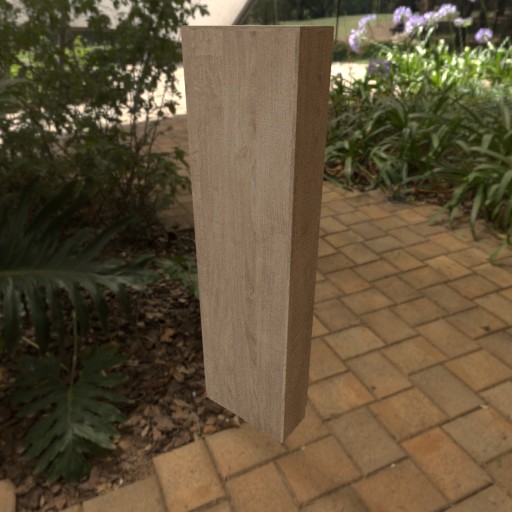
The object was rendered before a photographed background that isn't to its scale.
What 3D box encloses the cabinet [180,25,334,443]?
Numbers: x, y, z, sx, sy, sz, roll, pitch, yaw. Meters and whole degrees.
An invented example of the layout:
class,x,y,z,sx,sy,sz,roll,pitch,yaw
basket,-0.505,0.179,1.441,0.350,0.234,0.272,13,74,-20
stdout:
class,x,y,z,sx,sy,sz,roll,pitch,yaw
cabinet,0.000,0.000,1.941,0.500,1.790,0.230,19,33,32
